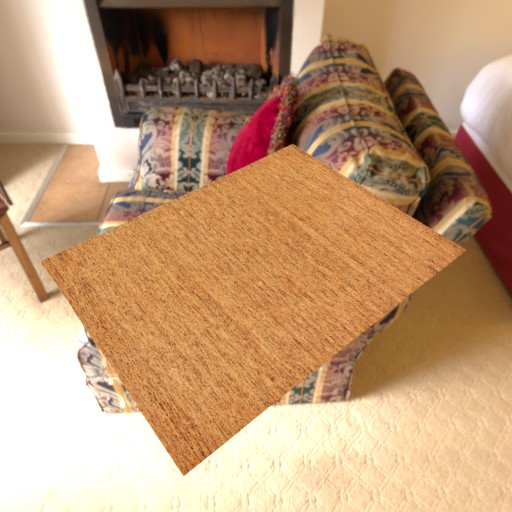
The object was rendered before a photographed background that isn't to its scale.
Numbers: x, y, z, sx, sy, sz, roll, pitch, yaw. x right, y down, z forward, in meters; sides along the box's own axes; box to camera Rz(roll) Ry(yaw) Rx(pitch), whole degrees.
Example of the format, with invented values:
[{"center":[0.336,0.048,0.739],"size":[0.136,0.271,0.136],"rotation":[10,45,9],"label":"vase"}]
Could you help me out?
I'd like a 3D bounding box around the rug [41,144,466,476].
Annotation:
[{"center":[0.000,0.000,4.185],"size":[3.200,0.012,2.438],"rotation":[-30,53,-26],"label":"rug"}]
